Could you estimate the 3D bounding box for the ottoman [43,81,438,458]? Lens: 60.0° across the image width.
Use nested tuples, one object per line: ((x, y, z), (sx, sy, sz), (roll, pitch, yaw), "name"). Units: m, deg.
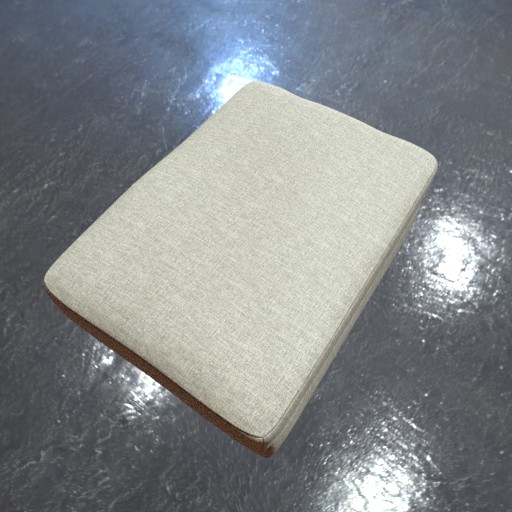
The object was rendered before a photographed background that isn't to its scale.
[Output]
((0.000, 0.000, 1.232), (0.639, 0.494, 0.873), (30, 62, 17), "ottoman")
